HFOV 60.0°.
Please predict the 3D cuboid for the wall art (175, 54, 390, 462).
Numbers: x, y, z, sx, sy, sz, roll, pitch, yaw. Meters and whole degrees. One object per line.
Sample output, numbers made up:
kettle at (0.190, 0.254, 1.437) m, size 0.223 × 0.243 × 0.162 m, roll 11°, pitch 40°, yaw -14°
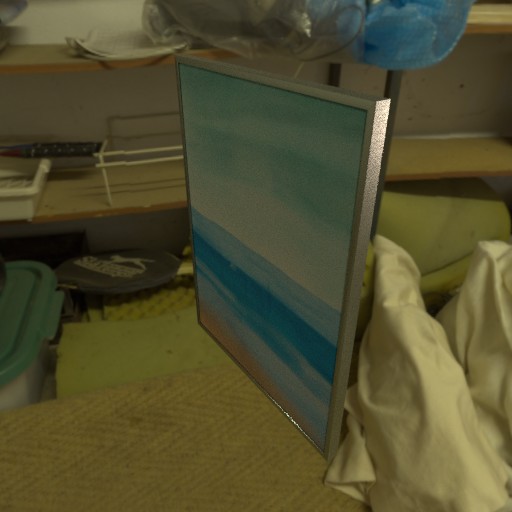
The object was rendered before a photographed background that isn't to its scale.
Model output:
wall art at (0.000, 0.000, 1.368) m, size 0.041 × 1.062 × 0.803 m, roll -20°, pitch 37°, yaw -30°
